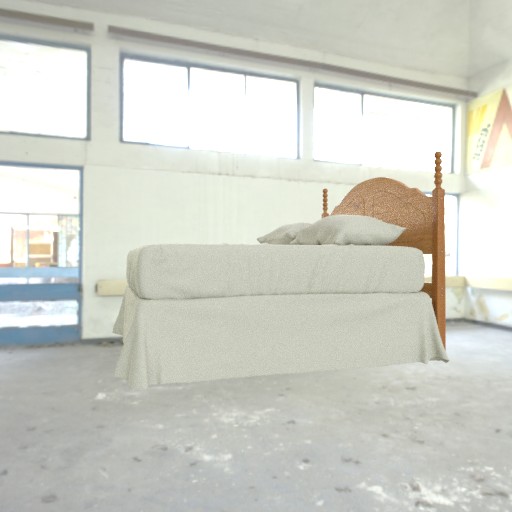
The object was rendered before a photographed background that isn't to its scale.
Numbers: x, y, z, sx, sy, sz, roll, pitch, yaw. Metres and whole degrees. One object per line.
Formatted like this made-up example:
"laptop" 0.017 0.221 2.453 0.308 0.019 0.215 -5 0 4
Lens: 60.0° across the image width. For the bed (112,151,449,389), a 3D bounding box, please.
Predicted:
"bed" 0.000 0.000 3.317 2.040 1.356 1.873 0 0 -18
